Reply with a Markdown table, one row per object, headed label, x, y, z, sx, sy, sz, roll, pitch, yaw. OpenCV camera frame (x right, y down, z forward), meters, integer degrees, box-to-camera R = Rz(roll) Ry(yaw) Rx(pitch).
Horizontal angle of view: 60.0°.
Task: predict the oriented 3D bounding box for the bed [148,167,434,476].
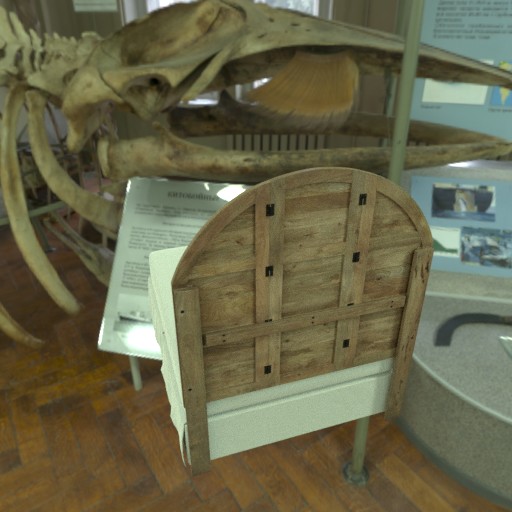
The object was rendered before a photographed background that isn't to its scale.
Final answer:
| label | x | y | z | sx | sy | sz | roll | pitch | yaw |
| --- | --- | --- | --- | --- | --- | --- | --- | --- | --- |
| bed | 0.000 | 0.000 | 3.590 | 1.713 | 2.002 | 2.112 | -9 | 28 | -16 |
